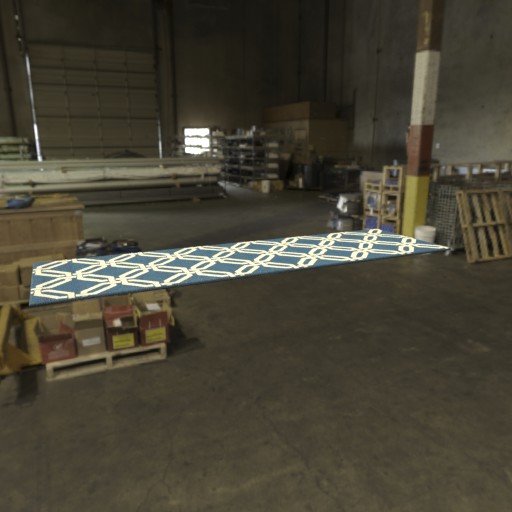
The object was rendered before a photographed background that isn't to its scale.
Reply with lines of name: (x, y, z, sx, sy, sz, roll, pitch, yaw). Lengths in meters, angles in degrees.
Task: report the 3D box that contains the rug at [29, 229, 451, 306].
rug: (0.000, 0.000, 2.499, 2.276, 0.014, 0.678, -7, 16, -24)
